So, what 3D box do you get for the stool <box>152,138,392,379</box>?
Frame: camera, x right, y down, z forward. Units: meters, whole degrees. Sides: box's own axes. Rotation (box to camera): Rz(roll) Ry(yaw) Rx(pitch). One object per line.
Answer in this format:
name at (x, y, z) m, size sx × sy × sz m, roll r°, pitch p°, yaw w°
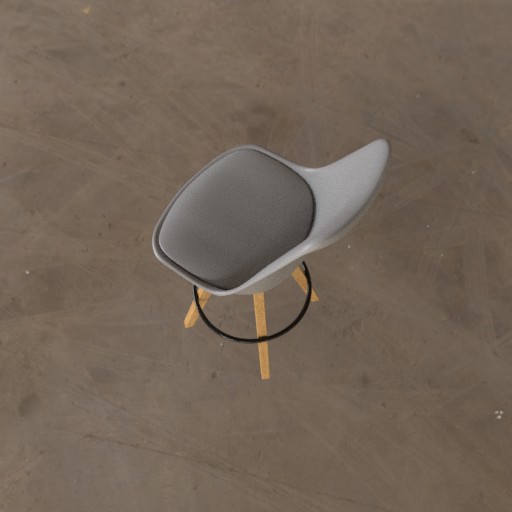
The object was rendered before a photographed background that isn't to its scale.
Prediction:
stool at (0.000, 0.000, 1.419) m, size 0.550 × 1.115 × 0.485 m, roll 30°, pitch 67°, yaw 14°
